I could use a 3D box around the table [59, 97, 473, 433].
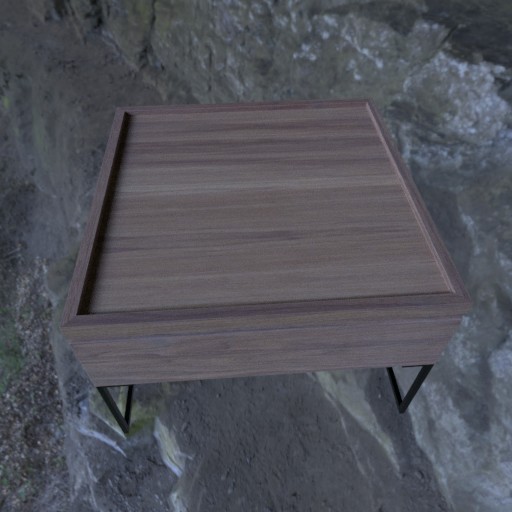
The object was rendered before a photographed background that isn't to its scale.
[{"bbox_3d":[0.000,0.000,1.117,0.679,0.464,0.676,-3,48,-3],"label":"table"}]
